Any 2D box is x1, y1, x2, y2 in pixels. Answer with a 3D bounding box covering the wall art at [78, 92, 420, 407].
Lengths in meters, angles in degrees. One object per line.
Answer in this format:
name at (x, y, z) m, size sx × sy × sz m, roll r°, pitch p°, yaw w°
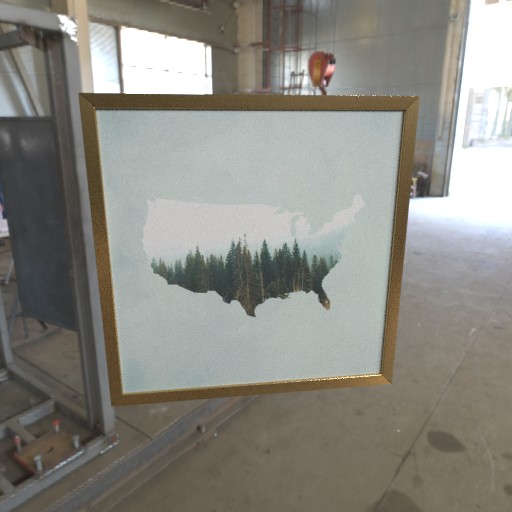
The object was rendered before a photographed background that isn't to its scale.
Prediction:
wall art at (0.000, 0.000, 0.745) m, size 0.509 × 0.509 × 0.040 m, roll -2°, pitch 16°, yaw -8°
